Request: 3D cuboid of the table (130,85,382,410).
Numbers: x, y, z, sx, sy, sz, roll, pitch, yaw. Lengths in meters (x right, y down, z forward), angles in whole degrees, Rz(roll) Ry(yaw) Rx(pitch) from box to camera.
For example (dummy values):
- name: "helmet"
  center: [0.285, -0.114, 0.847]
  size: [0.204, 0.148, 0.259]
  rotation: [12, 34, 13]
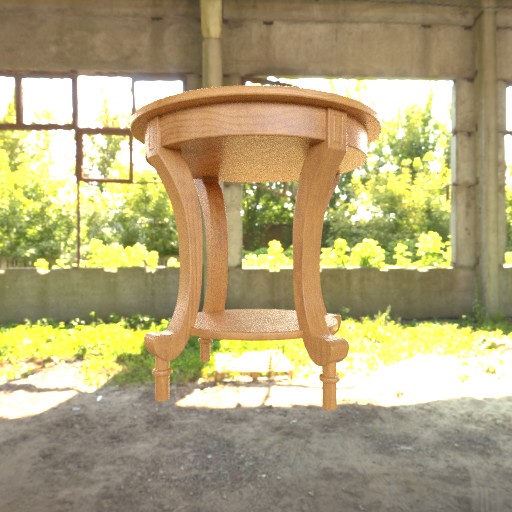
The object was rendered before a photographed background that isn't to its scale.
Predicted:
- name: "table"
  center: [0.000, 0.000, 1.090]
  size: [0.597, 0.612, 0.597]
  rotation: [0, 0, 0]
